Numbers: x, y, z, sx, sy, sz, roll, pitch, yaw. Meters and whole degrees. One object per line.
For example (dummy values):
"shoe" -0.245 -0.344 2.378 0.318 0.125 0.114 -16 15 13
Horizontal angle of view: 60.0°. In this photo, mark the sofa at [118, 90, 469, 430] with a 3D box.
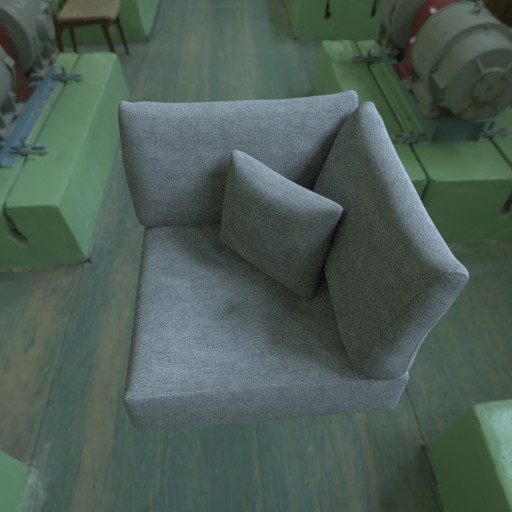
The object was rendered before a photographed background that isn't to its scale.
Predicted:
"sofa" 0.000 0.000 1.683 1.000 0.820 1.000 -4 47 -3
